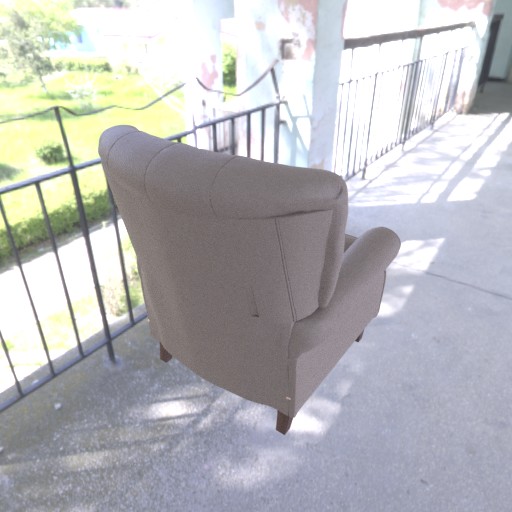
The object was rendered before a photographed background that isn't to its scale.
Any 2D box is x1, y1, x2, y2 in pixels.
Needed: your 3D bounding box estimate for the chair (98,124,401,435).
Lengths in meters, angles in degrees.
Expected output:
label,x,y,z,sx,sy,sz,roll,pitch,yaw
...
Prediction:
label,x,y,z,sx,sy,sz,roll,pitch,yaw
chair,0.000,0.000,1.882,0.999,1.138,1.041,21,37,31
